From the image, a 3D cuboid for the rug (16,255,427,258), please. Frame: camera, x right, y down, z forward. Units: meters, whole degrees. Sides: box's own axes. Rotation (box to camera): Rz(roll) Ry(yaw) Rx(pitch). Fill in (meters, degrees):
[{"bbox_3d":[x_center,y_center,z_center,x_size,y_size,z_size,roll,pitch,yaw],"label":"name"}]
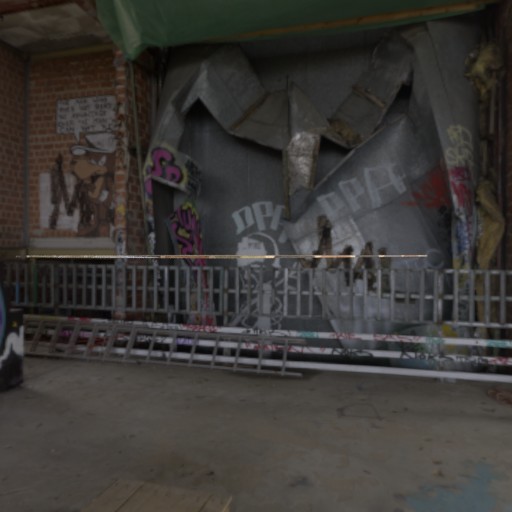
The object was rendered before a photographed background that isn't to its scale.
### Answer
[{"bbox_3d":[0.000,0.000,2.282,1.216,0.006,1.828,0,0,36],"label":"rug"}]
